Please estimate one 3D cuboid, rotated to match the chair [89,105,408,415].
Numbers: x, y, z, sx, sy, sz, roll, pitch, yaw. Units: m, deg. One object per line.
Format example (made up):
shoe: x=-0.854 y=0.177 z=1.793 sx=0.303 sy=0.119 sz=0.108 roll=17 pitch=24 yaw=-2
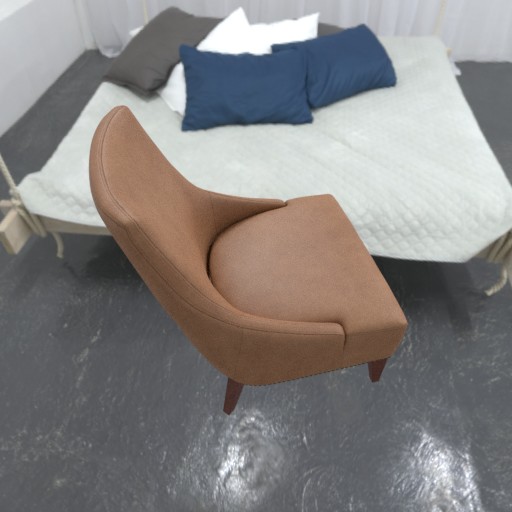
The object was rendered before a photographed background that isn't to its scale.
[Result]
chair: x=0.000 y=0.000 z=1.488 sx=0.861 sy=0.909 sz=0.701 roll=-10 pitch=47 yaw=-10
